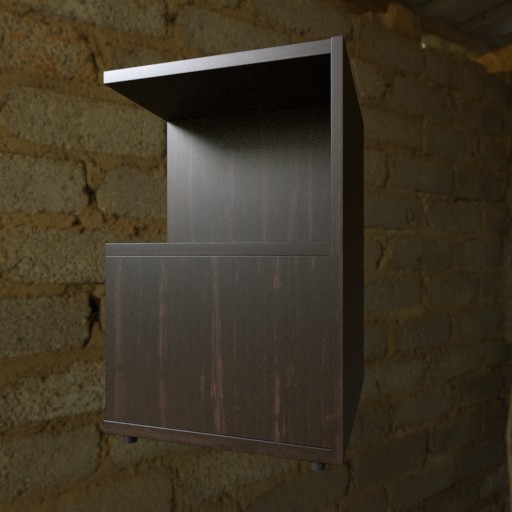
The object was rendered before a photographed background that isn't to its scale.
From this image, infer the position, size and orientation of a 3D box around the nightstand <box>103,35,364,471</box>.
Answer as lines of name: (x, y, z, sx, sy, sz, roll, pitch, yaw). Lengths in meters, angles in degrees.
nightstand: (0.000, 0.000, 0.803, 0.356, 0.559, 0.400, 0, 0, 17)
